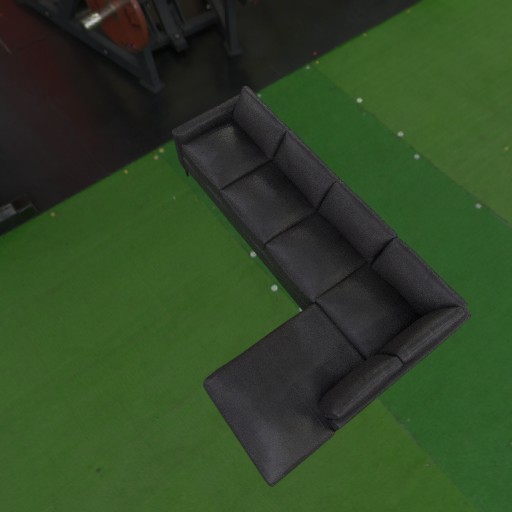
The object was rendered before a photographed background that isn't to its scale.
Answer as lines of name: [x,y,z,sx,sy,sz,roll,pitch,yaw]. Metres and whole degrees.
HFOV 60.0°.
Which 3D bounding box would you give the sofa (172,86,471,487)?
sofa: [0.000,0.000,3.811,1.938,0.877,2.984,-33,67,-16]
